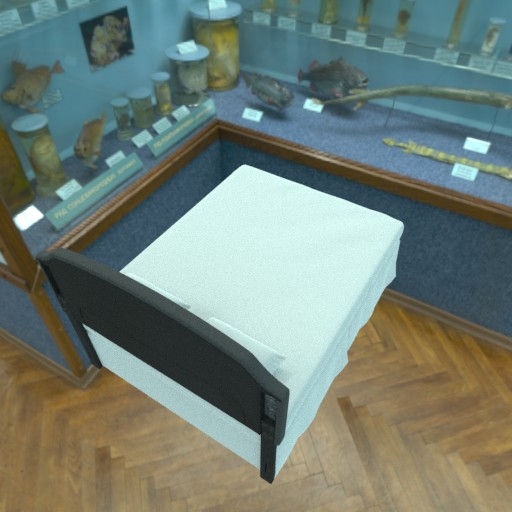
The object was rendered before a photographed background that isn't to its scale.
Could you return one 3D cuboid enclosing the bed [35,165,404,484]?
[{"bbox_3d":[0.000,0.000,2.969,1.558,1.270,1.999,24,50,22],"label":"bed"}]
